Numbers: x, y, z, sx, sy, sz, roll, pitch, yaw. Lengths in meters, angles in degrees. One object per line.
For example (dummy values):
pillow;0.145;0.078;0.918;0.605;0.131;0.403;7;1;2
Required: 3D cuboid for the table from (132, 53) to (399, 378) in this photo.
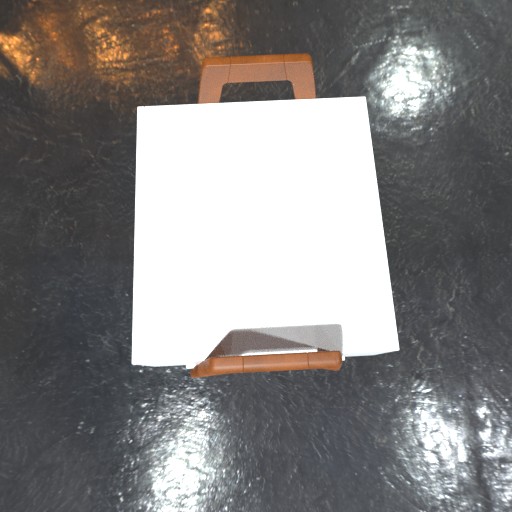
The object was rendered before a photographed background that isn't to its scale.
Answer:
table;0.000;0.000;0.890;0.405;0.610;0.457;-3;75;-1
